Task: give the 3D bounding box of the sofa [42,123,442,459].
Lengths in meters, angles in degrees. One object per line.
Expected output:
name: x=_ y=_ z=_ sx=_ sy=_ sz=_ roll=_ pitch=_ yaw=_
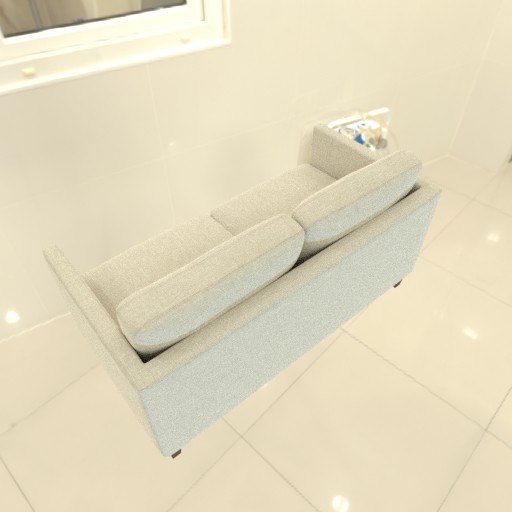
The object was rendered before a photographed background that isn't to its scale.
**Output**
sofa: x=0.000 y=0.000 z=2.393 sx=1.838 sy=0.963 sz=0.950 roll=-31 pitch=53 yaw=-26
